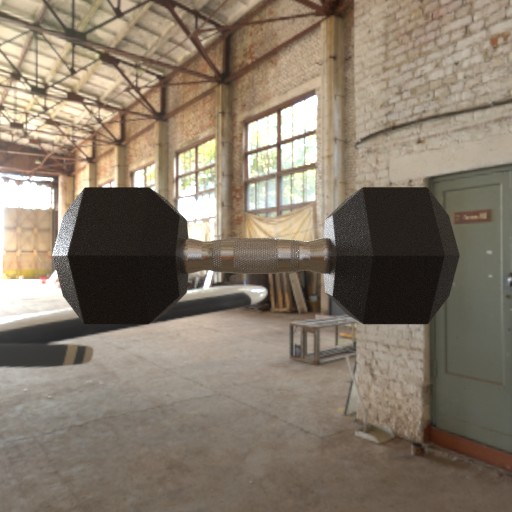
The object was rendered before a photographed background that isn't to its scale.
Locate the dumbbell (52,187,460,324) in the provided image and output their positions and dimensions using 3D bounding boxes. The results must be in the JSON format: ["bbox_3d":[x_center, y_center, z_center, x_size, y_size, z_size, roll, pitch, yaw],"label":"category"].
[{"bbox_3d":[0.000,0.000,0.430,0.356,0.123,0.141,0,-1,0],"label":"dumbbell"}]
